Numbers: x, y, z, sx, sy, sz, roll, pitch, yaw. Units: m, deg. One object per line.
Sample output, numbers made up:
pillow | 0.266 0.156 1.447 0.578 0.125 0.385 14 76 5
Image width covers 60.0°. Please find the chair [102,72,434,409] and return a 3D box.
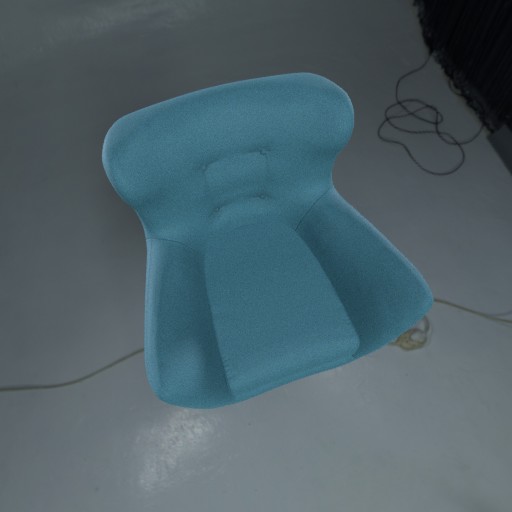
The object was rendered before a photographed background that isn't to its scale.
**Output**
chair | 0.000 0.000 1.610 0.890 0.889 0.889 -17 63 -9
